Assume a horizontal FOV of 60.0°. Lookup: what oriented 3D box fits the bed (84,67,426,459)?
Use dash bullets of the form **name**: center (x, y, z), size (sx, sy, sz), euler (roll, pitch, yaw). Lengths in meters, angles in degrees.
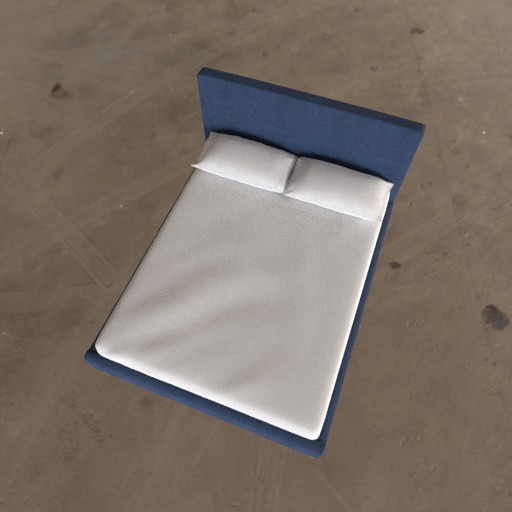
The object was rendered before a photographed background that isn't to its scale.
- **bed**: center (0.000, 0.000, 3.227), size (1.723, 1.231, 2.172), euler (18, 62, 10)
